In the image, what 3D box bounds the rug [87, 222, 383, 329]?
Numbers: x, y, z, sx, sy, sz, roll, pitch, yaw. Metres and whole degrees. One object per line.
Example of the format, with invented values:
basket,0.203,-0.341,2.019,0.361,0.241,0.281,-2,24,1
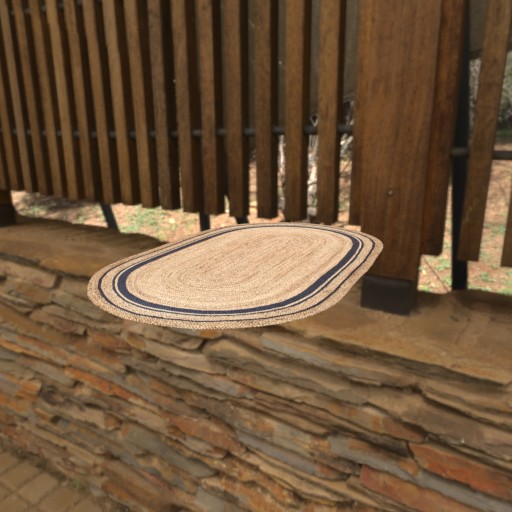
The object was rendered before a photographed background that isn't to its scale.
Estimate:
rug,0.000,0.000,3.037,1.520,0.006,2.432,8,17,25
